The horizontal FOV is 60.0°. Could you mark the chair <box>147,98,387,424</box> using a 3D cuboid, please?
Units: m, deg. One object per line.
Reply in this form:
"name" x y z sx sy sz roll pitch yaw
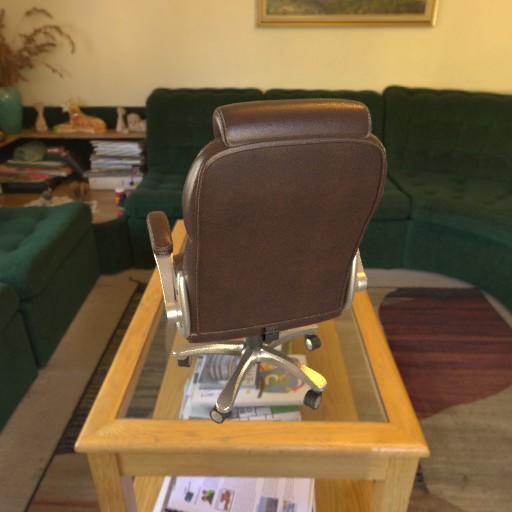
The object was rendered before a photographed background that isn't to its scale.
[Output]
"chair" 0.000 0.000 1.613 0.733 1.160 0.774 -8 28 -15
